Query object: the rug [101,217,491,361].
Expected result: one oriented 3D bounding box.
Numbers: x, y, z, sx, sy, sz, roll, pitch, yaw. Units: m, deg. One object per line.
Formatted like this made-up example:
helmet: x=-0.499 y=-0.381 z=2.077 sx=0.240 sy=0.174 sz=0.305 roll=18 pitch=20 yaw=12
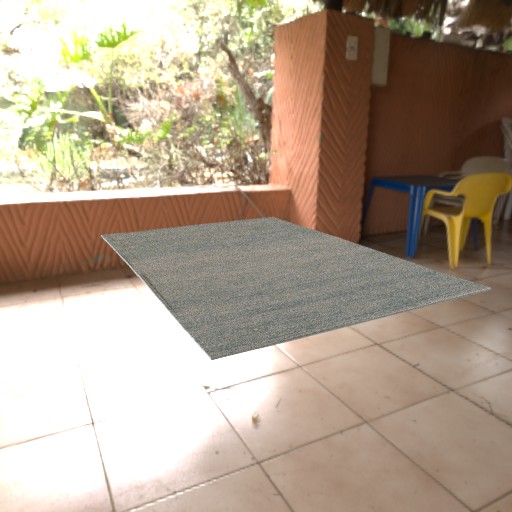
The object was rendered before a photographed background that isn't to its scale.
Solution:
rug: x=0.000 y=0.000 z=2.962 sx=1.613 sy=0.030 sz=2.306 roll=-8 pitch=18 yaw=-27
